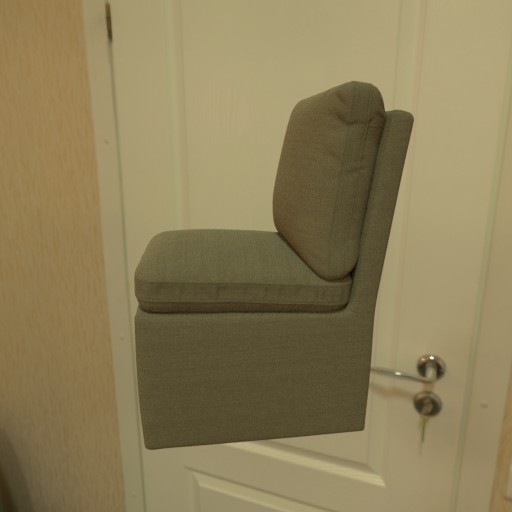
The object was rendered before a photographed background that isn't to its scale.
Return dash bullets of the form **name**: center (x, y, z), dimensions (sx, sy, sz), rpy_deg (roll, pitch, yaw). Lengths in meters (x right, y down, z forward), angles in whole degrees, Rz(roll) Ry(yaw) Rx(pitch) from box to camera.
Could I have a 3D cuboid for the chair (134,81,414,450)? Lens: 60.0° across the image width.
- **chair**: center (0.000, 0.000, 1.316), dimensions (0.698, 0.927, 0.503), rpy_deg (-2, 15, -7)
